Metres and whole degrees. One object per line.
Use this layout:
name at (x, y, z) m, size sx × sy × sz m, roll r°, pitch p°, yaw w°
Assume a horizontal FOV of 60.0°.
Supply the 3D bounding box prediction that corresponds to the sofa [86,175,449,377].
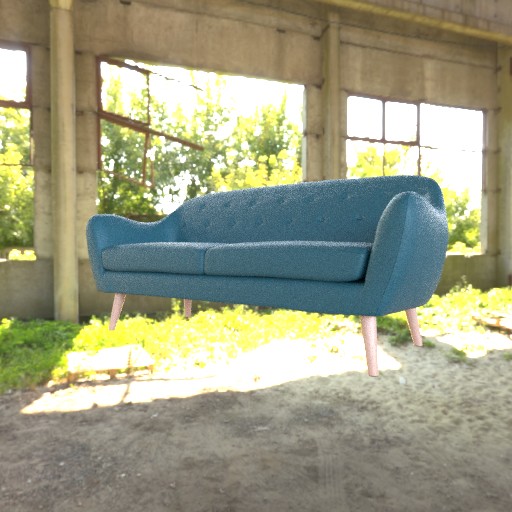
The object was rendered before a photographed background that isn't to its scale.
sofa at (0.000, 0.000, 2.296) m, size 1.840 × 0.836 × 0.820 m, roll 1°, pitch 1°, yaw 36°
